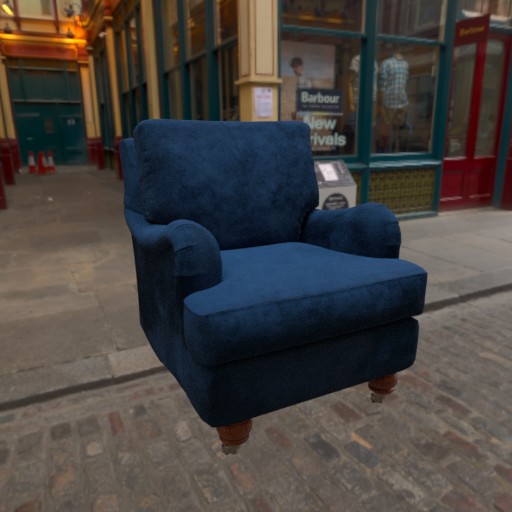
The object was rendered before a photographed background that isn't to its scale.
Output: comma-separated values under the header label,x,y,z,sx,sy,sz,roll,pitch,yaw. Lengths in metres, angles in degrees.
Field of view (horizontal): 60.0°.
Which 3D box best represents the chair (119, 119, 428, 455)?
label,x,y,z,sx,sy,sz,roll,pitch,yaw
chair,0.000,0.000,1.814,0.895,1.076,1.078,-8,18,-26
